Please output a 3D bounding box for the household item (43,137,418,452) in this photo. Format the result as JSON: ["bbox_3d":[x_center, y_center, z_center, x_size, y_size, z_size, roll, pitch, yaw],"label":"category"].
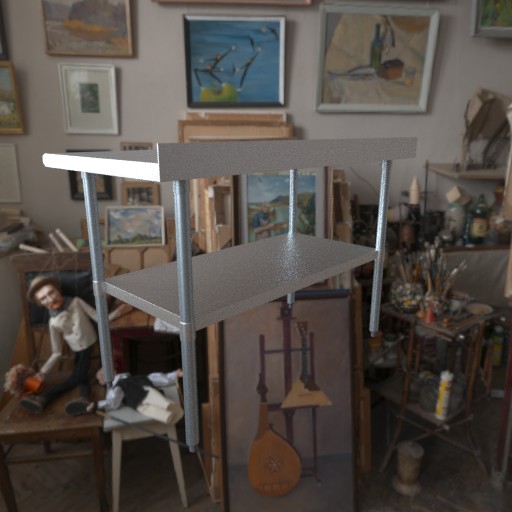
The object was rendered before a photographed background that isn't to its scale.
[{"bbox_3d":[0.000,0.000,1.654,0.610,0.851,1.219,15,21,42],"label":"household item"}]
